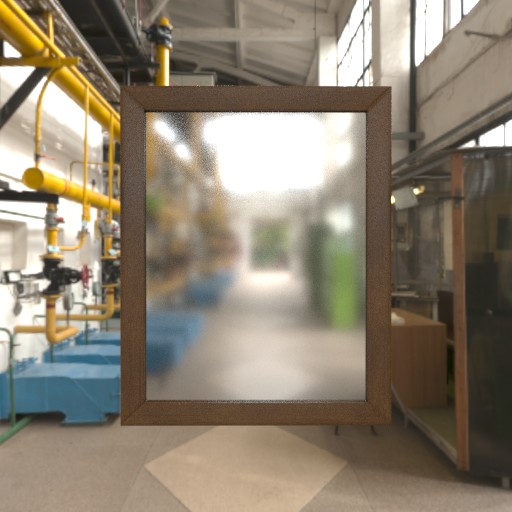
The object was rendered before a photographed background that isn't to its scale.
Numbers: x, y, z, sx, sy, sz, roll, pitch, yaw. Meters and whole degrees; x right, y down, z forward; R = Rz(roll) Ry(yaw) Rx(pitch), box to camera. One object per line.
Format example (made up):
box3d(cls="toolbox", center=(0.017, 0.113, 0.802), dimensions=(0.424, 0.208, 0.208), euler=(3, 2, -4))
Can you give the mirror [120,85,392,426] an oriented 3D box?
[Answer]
box3d(cls="mirror", center=(0.000, 0.000, 0.682), dimensions=(0.405, 0.508, 0.041), euler=(0, 0, 0))
